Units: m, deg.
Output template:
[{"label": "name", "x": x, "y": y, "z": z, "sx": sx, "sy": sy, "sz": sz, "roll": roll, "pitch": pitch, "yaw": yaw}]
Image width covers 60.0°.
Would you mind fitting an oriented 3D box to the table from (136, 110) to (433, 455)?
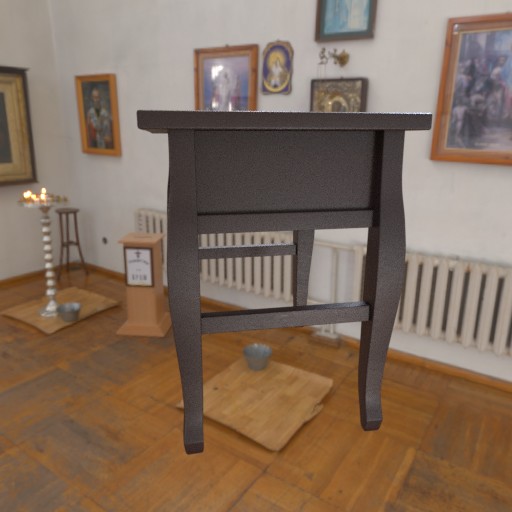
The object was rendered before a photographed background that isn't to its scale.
[{"label": "table", "x": 0.000, "y": 0.000, "z": 1.028, "sx": 0.460, "sy": 0.605, "sz": 0.602, "roll": -3, "pitch": 15, "yaw": -11}]
